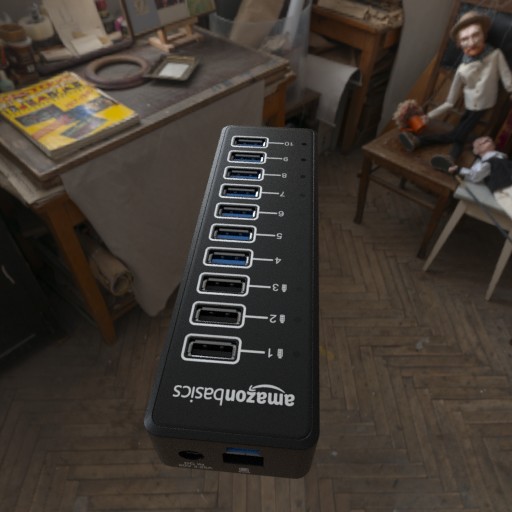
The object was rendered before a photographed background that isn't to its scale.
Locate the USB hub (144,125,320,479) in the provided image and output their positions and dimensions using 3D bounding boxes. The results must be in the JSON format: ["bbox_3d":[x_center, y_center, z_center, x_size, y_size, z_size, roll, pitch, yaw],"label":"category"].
[{"bbox_3d":[0.000,0.000,0.165,0.044,0.023,0.145,4,47,4],"label":"USB hub"}]
